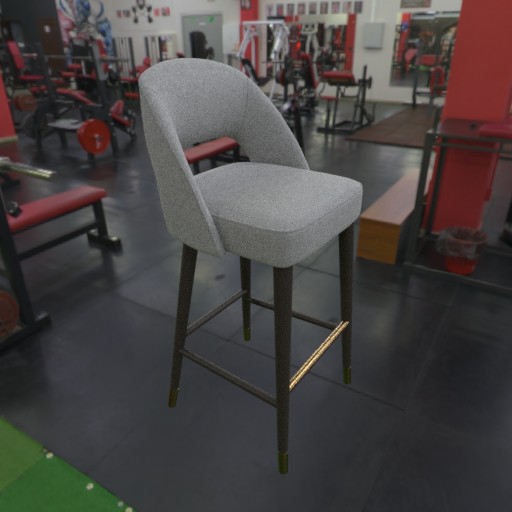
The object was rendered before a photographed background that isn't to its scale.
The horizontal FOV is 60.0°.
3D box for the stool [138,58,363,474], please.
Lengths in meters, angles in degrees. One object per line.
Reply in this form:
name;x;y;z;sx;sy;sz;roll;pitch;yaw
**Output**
stool;0.000;0.000;1.288;0.509;1.037;0.494;17;32;30
